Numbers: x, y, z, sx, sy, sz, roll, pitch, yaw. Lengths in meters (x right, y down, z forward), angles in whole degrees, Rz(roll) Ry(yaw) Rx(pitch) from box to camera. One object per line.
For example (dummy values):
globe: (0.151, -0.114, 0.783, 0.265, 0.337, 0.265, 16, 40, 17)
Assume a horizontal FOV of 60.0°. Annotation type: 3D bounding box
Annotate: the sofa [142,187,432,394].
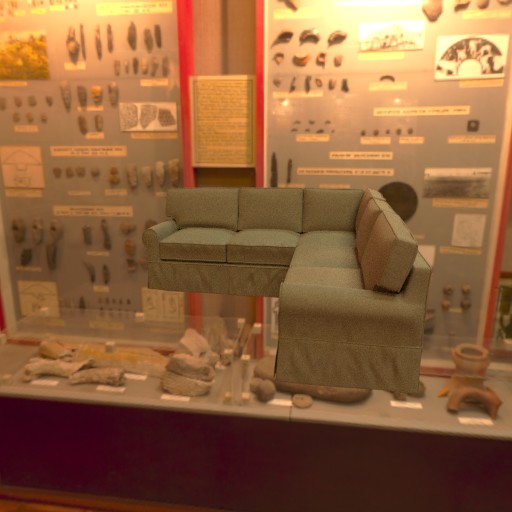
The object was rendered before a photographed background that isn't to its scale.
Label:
sofa: (0.000, 0.000, 4.178, 2.618, 1.081, 2.623, 3, 15, 9)
